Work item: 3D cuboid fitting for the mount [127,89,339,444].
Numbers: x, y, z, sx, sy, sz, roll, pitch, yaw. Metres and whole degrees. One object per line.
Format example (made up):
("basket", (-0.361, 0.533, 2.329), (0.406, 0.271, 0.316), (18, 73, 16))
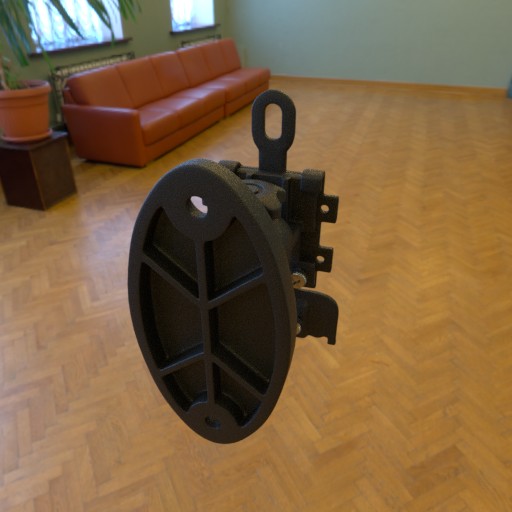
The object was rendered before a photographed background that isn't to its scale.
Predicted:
("mount", (0.000, 0.000, 0.176), (0.066, 0.118, 0.100), (9, 32, 15))
